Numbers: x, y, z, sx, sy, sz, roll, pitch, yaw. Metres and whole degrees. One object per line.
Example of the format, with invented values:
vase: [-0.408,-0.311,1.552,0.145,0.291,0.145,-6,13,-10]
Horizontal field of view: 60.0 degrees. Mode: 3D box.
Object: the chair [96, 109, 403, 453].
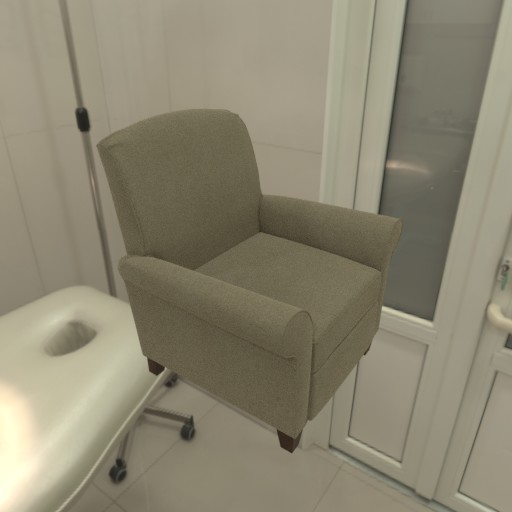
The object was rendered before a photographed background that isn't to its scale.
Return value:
chair: [0.000,0.000,1.817,0.905,1.061,0.978,18,33,31]
